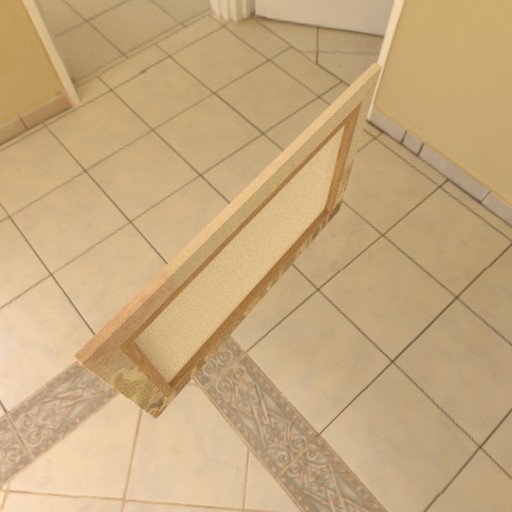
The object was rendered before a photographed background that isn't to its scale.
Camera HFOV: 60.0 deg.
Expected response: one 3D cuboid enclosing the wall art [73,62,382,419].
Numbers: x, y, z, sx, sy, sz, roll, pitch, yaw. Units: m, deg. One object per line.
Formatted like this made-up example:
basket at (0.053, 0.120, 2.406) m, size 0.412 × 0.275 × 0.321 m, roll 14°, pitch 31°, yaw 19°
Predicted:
wall art at (0.000, 0.000, 1.921) m, size 0.038 × 1.012 × 1.525 m, roll 36°, pitch 68°, yaw 17°
